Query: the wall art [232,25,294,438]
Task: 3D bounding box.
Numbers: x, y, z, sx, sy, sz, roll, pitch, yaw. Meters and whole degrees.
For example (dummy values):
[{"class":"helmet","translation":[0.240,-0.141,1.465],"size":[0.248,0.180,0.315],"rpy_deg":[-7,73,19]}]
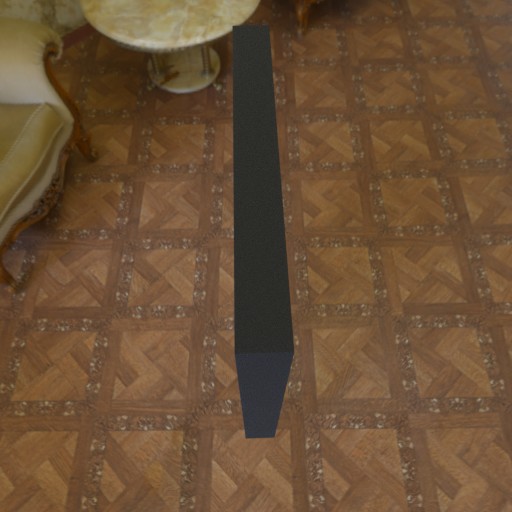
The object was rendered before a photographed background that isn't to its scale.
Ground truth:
[{"class":"wall art","translation":[0.000,0.000,0.454],"size":[0.033,0.304,0.305],"rpy_deg":[-2,59,-1]}]
